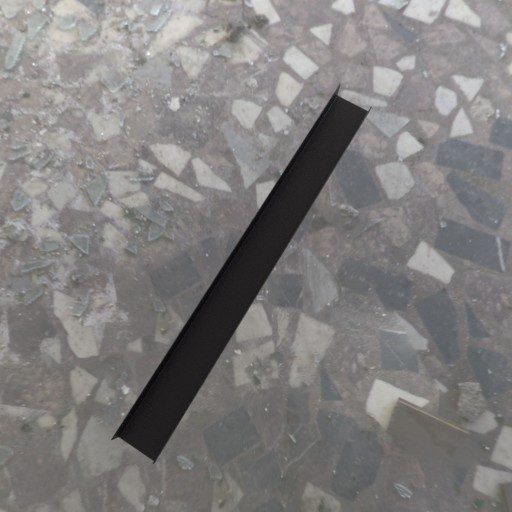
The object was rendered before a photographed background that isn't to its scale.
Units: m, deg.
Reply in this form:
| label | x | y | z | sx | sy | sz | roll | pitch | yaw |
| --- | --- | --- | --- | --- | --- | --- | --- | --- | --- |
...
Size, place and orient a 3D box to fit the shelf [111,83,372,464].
| label | x | y | z | sx | sy | sz | roll | pitch | yaw |
| --- | --- | --- | --- | --- | --- | --- | --- | --- | --- |
| shelf | 0.000 | 0.000 | 0.969 | 0.092 | 0.049 | 0.924 | 30 | 77 | 8 |
